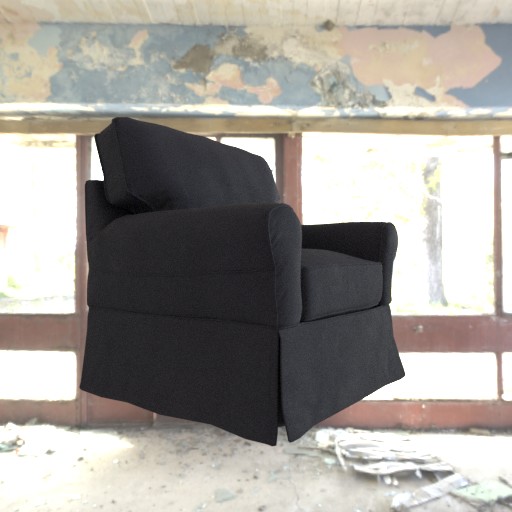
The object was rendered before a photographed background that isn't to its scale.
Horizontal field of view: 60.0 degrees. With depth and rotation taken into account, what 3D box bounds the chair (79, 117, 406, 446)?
[{"bbox_3d":[0.000,0.000,1.940,1.002,1.140,1.119,0,0,37],"label":"chair"}]
